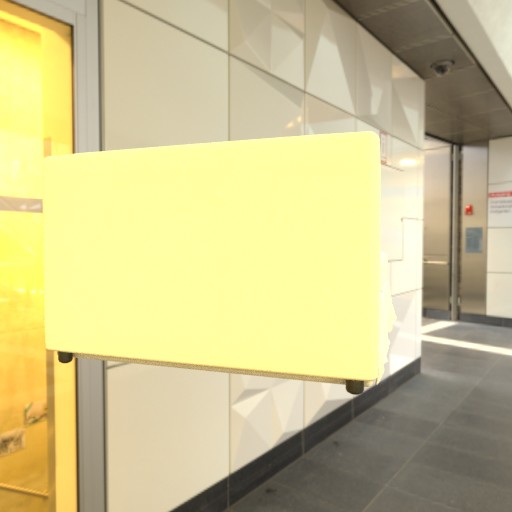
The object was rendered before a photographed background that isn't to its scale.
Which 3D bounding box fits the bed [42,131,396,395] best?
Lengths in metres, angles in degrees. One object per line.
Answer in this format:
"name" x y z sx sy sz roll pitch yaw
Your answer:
"bed" 0.000 0.000 3.552 2.119 1.317 2.341 1 2 19
